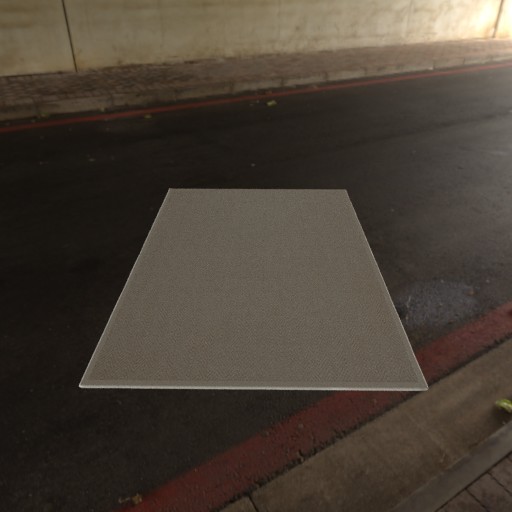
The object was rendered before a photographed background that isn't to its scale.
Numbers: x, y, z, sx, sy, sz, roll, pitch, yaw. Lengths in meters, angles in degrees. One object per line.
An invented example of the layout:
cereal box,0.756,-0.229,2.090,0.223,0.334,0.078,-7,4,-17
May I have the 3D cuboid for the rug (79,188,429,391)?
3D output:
rug,0.000,0.000,2.892,1.532,0.017,2.244,0,31,1
